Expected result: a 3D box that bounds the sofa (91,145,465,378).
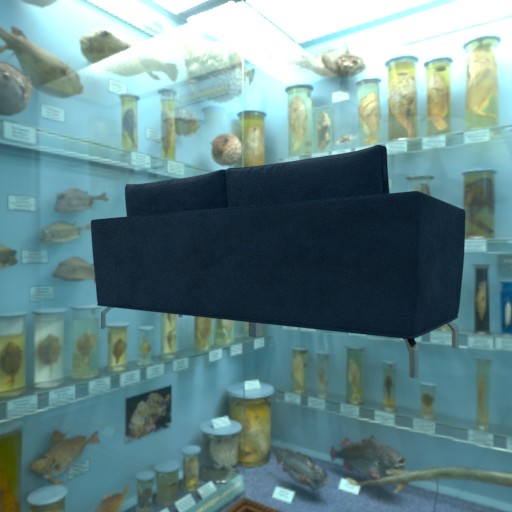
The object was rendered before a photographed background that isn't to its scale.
[{"bbox_3d":[0.000,0.000,2.715,2.212,0.998,0.853,0,0,36],"label":"sofa"}]
